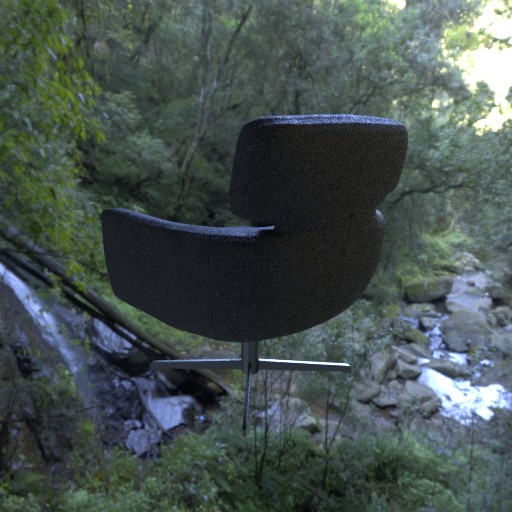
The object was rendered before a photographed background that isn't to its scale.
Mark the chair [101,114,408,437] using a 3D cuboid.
[{"bbox_3d":[0.000,0.000,1.356,0.706,0.812,0.715,-14,21,-41],"label":"chair"}]
